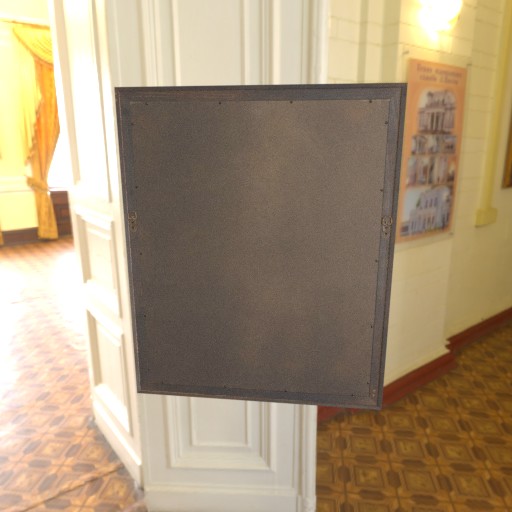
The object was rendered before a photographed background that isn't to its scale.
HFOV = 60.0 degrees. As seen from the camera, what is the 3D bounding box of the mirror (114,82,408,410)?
[{"bbox_3d":[0.000,0.000,1.221,0.730,0.882,0.032,2,14,7],"label":"mirror"}]
